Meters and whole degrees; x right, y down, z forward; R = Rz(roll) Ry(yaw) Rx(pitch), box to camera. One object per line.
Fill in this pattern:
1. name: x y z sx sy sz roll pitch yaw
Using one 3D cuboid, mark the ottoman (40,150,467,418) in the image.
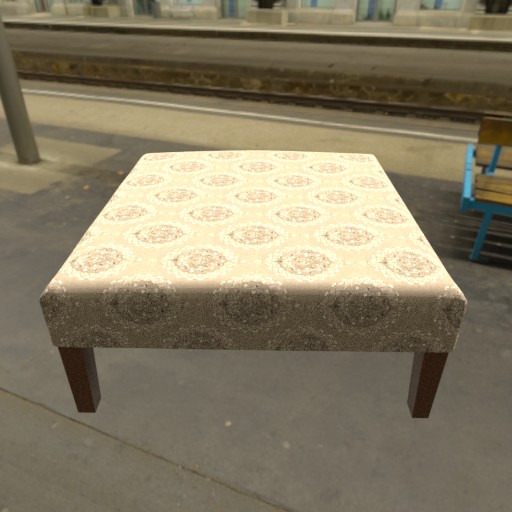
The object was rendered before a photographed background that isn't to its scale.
1. ottoman: 0.000 0.000 1.365 0.890 0.411 0.889 1 32 1
